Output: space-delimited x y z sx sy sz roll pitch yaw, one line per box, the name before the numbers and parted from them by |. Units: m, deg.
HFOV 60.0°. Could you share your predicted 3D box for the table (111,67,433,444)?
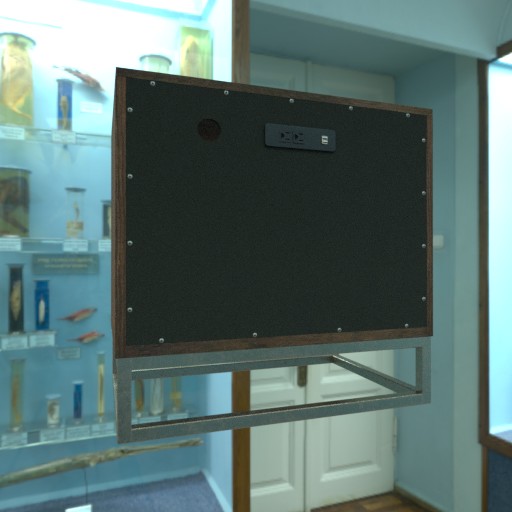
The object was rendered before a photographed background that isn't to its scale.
table | 0.000 0.000 1.245 0.767 0.746 0.542 0 0 -19
